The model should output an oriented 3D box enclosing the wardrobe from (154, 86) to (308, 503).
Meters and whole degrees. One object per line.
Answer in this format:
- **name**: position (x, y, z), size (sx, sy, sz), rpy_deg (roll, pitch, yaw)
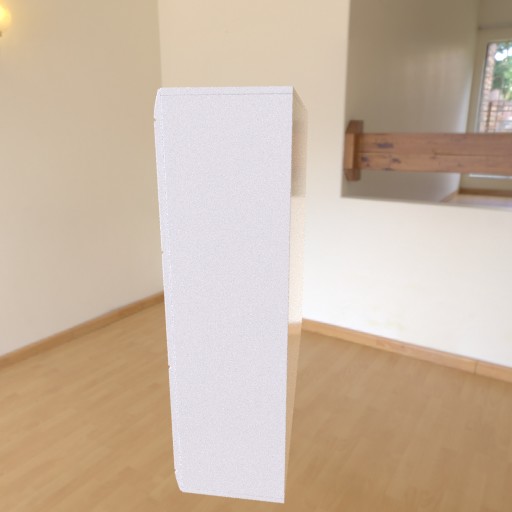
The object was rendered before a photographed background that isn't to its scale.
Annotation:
- **wardrobe**: position (0.000, 0.000, 1.847), size (0.360, 1.200, 1.340), rpy_deg (2, 16, 8)
